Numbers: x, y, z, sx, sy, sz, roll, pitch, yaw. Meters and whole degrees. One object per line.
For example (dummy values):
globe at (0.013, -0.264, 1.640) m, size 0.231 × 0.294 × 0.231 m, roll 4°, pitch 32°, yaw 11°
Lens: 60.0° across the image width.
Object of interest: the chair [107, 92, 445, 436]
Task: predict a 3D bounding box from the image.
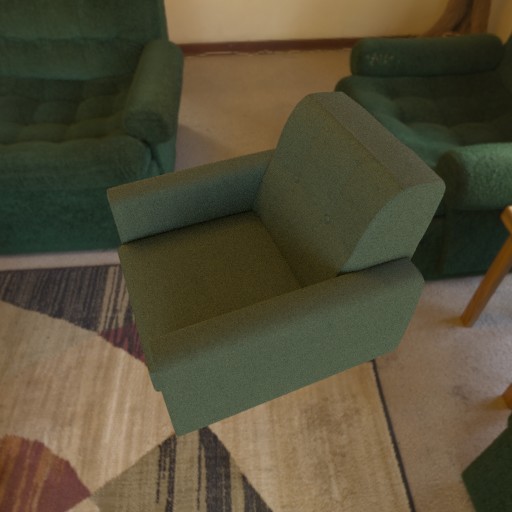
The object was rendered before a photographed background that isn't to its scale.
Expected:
chair at (0.000, 0.000, 1.567) m, size 0.909 × 0.841 × 0.831 m, roll -16°, pitch 49°, yaw -15°
